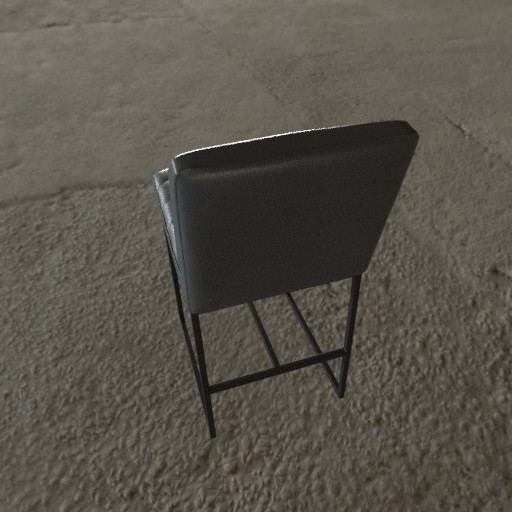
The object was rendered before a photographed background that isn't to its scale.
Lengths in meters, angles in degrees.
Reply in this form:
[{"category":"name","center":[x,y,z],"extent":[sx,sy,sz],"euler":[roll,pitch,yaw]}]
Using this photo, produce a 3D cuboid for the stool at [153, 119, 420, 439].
[{"category":"stool","center":[0.000,0.000,1.225],"extent":[0.457,0.938,0.552],"euler":[-12,43,-14]}]
